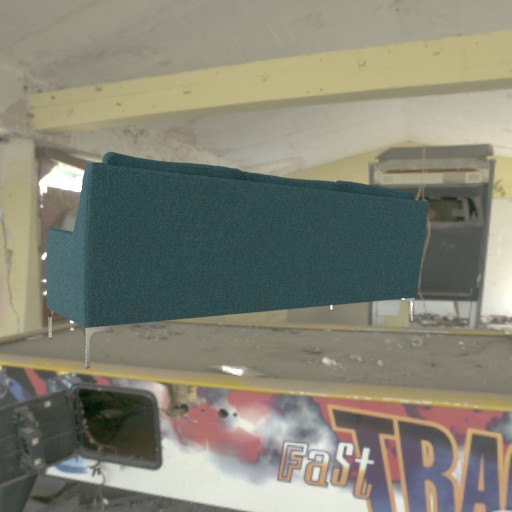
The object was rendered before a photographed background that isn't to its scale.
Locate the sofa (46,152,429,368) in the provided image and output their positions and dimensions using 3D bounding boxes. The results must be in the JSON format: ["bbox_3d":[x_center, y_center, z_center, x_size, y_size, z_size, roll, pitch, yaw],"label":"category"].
[{"bbox_3d":[0.000,0.000,2.504,2.060,0.837,0.849,0,0,-35],"label":"sofa"}]
